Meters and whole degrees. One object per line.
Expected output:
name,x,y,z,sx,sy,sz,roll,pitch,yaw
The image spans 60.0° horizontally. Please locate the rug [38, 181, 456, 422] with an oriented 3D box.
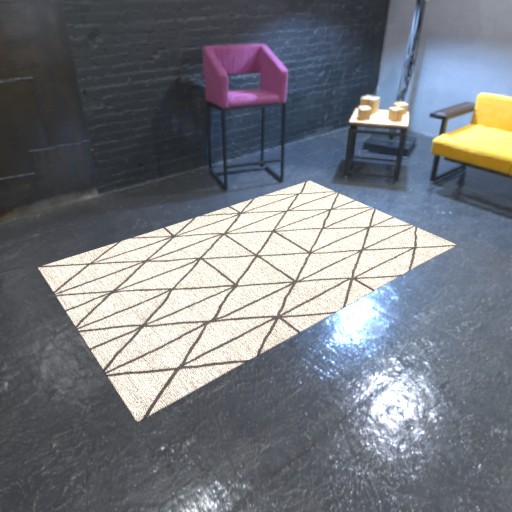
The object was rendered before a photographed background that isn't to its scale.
rug,0.000,0.000,3.052,2.465,0.008,1.526,-22,38,-31
